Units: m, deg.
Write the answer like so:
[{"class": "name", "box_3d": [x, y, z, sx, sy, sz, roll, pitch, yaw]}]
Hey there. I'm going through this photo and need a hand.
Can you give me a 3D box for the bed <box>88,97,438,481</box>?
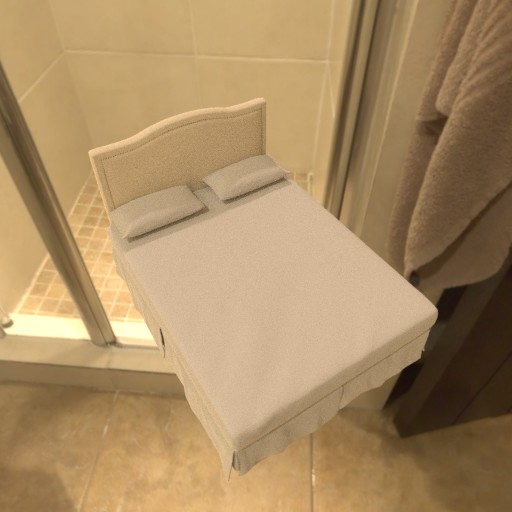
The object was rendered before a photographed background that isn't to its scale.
[{"class": "bed", "box_3d": [0.000, 0.000, 3.676, 1.977, 1.437, 2.477, -25, 52, -22]}]
